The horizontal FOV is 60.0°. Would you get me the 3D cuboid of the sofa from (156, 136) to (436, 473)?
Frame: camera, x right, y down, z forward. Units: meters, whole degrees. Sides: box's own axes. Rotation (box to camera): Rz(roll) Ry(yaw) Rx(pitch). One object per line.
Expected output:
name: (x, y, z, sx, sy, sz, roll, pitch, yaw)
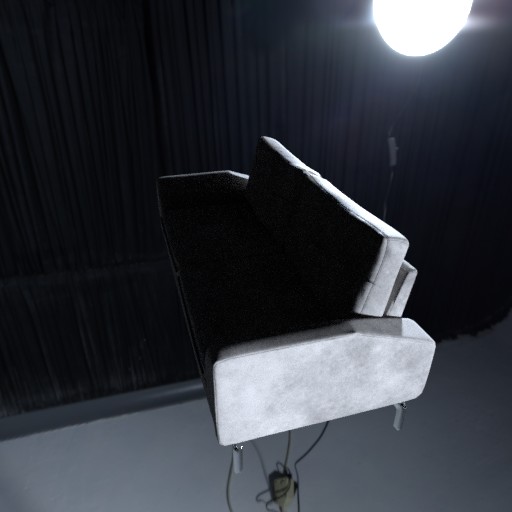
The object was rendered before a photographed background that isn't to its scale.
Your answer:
sofa: (0.000, 0.000, 2.307, 0.849, 0.859, 1.837, -8, 30, -14)
